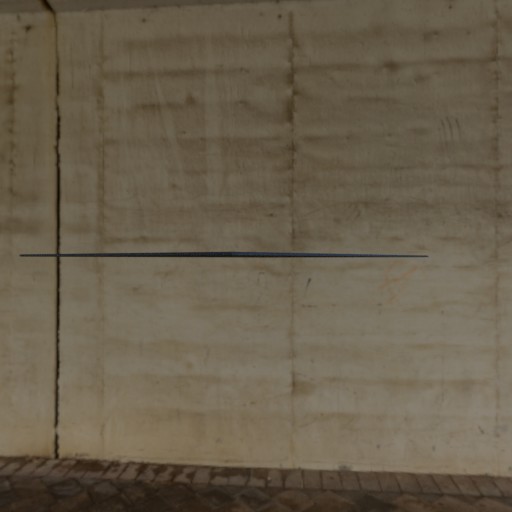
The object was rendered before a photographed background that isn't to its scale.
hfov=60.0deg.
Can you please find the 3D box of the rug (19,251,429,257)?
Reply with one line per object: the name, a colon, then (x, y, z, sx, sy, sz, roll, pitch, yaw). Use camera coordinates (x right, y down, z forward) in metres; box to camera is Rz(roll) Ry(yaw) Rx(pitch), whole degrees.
rug: (0.000, 0.000, 2.296, 1.219, 0.010, 1.829, 0, 0, 37)
